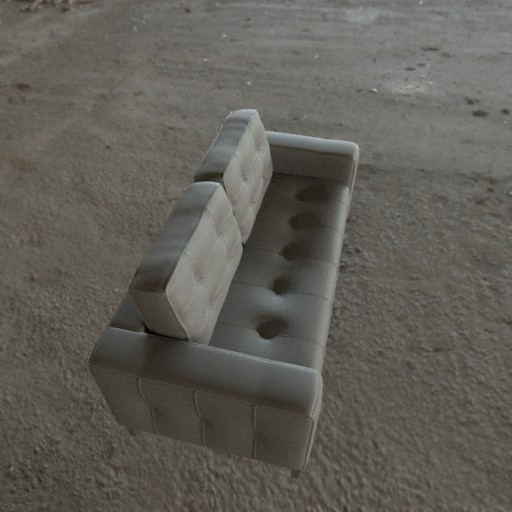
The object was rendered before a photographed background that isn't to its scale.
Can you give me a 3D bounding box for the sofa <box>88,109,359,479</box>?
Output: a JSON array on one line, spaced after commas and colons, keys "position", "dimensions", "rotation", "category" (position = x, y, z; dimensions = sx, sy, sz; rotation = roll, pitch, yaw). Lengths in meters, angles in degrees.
[{"position": [0.000, 0.000, 2.186], "dimensions": [0.833, 0.893, 1.726], "rotation": [10, 47, 10], "category": "sofa"}]
